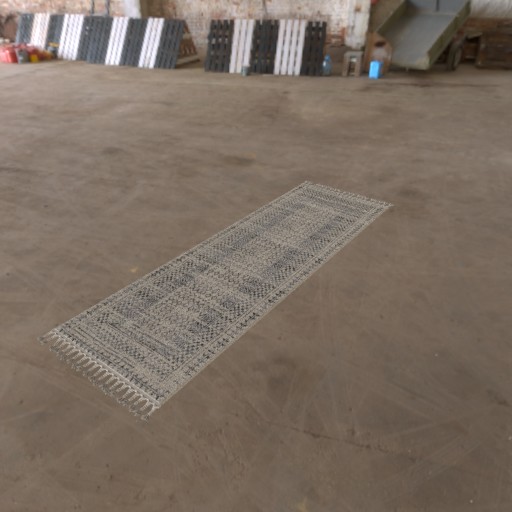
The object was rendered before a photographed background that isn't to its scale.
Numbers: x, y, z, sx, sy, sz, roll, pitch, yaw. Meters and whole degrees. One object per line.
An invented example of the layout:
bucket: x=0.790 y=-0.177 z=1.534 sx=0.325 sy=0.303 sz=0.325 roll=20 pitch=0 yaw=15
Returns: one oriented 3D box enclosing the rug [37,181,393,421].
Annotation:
rug: x=0.000 y=0.000 z=2.749 sx=0.786 sy=0.013 sz=2.480 roll=22 pitch=38 yaw=31
